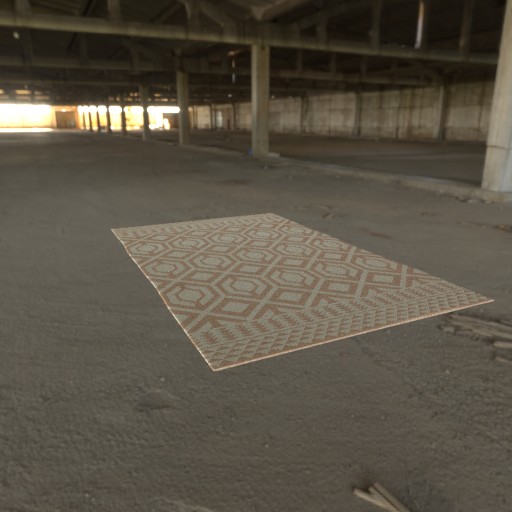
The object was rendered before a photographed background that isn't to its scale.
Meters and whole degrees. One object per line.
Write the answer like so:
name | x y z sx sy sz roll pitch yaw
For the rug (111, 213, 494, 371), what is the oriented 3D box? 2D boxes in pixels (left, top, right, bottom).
rug | 0.000 0.000 2.981 1.526 0.011 2.435 -8 19 -25
